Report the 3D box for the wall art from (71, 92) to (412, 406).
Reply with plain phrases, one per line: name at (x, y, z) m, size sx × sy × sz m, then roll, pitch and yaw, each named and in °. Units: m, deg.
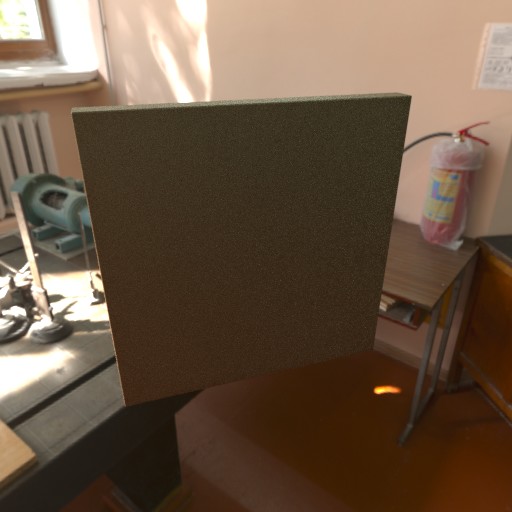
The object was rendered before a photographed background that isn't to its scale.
wall art at (0.000, 0.000, 0.760) m, size 0.503 × 0.506 × 0.040 m, roll -9°, pitch 29°, yaw -16°
